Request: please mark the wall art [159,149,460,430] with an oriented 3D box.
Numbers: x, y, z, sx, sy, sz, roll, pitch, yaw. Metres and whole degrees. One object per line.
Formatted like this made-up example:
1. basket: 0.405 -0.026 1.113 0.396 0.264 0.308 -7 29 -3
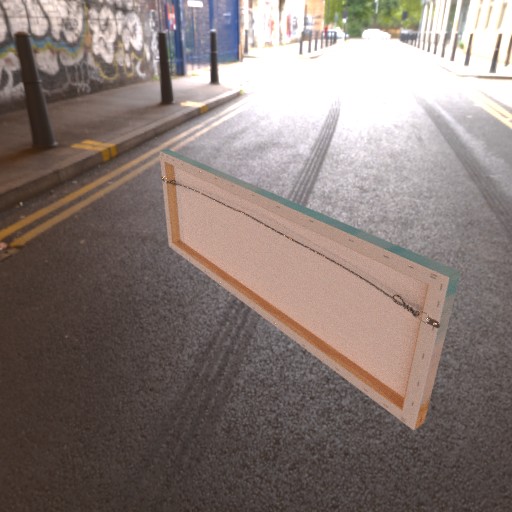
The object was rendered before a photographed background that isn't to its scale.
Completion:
1. wall art: 0.000 0.000 0.844 0.044 0.254 0.759 -19 33 -32
